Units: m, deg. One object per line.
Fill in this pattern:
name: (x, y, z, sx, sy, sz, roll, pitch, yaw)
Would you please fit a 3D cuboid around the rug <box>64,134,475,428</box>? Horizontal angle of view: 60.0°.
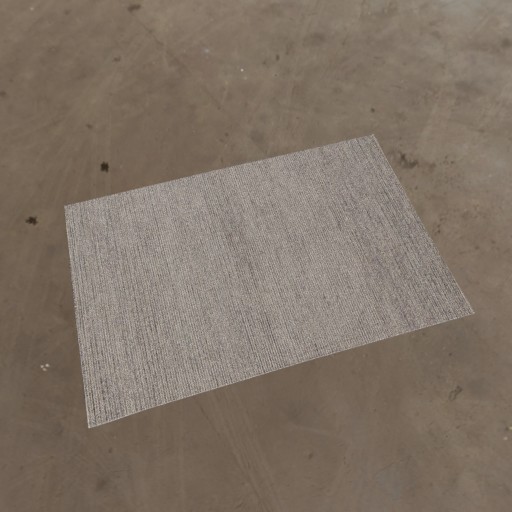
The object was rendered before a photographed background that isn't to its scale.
rug: (0.000, 0.000, 2.222, 1.804, 0.022, 1.162, -15, 63, -8)
